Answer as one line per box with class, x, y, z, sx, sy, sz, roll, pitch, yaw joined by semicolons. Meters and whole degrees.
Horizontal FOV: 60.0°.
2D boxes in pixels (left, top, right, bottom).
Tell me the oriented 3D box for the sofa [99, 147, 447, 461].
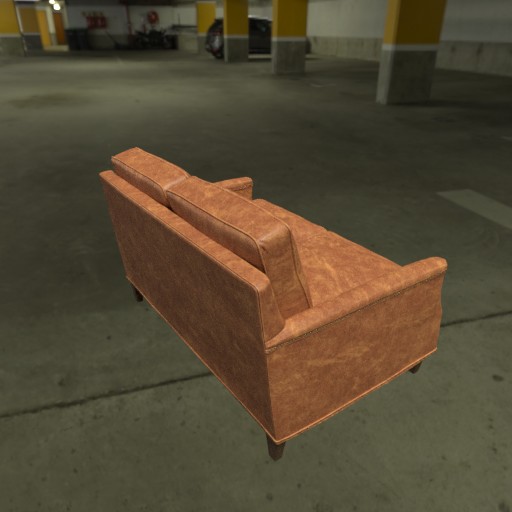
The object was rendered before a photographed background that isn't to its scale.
sofa;0.000;0.000;2.316;1.084;1.003;1.597;-18;32;-31
